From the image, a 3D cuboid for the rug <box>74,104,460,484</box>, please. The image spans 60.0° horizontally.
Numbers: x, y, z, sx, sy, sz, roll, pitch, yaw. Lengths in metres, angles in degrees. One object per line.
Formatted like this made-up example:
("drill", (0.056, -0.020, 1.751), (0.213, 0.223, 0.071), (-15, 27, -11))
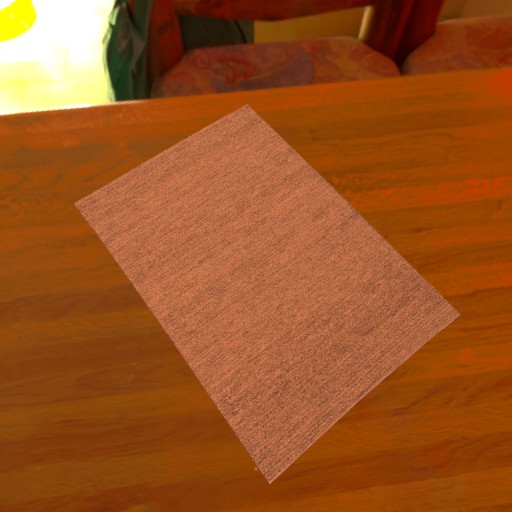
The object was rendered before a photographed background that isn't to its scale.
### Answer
("rug", (0.000, 0.000, 3.097), (1.616, 0.030, 2.338), (-35, 69, -15))
